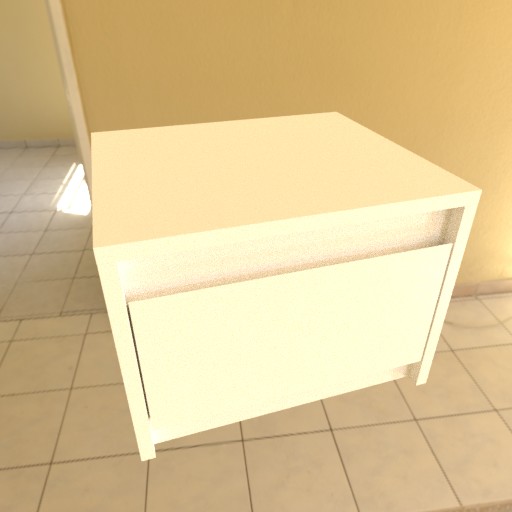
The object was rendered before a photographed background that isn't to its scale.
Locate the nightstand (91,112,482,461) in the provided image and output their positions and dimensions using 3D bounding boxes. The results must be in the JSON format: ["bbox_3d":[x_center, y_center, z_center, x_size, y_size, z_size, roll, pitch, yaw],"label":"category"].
[{"bbox_3d":[0.000,0.000,0.757,0.470,0.351,0.408,-10,33,-15],"label":"nightstand"}]
